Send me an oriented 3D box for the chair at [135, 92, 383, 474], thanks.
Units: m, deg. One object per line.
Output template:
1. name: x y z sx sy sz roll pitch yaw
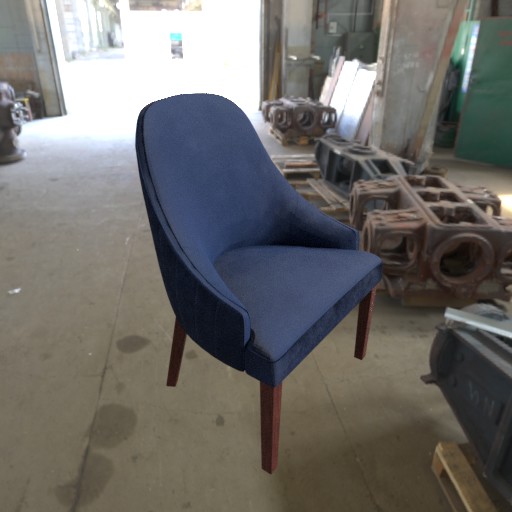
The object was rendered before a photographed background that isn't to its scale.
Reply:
1. chair: 0.000 0.000 1.331 0.575 0.889 0.643 18 31 32
